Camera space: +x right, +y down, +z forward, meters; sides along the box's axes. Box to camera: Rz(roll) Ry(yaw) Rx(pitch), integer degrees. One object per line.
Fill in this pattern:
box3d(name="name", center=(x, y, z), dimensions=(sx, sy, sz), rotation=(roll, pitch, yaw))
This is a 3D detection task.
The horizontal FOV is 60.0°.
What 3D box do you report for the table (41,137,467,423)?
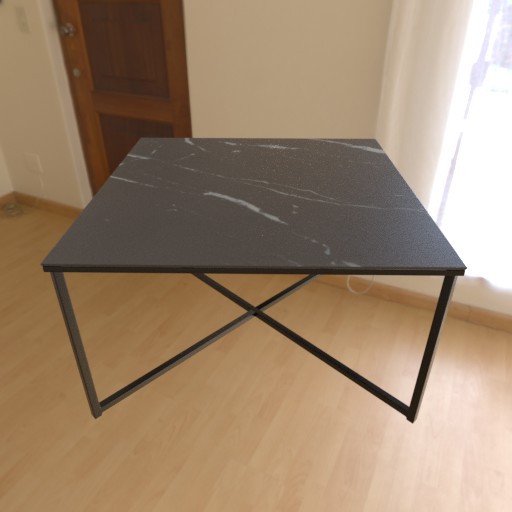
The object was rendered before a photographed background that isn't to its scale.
box3d(name="table", center=(0.000, 0.000, 1.287), dimensions=(0.800, 0.450, 0.800), rotation=(0, 32, 1))
